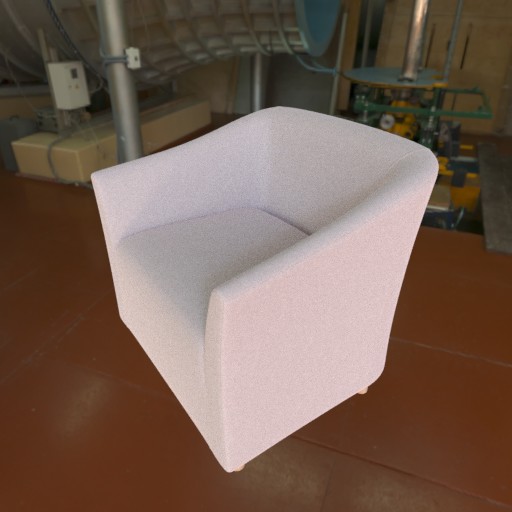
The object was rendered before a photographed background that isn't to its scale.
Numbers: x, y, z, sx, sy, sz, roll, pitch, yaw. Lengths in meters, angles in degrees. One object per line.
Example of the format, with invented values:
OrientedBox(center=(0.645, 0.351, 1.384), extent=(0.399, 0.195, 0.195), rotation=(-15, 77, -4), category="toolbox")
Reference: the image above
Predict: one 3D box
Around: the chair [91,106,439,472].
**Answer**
OrientedBox(center=(0.000, 0.000, 1.334), extent=(0.700, 0.720, 0.790), rotation=(-19, 35, -29), category="chair")
